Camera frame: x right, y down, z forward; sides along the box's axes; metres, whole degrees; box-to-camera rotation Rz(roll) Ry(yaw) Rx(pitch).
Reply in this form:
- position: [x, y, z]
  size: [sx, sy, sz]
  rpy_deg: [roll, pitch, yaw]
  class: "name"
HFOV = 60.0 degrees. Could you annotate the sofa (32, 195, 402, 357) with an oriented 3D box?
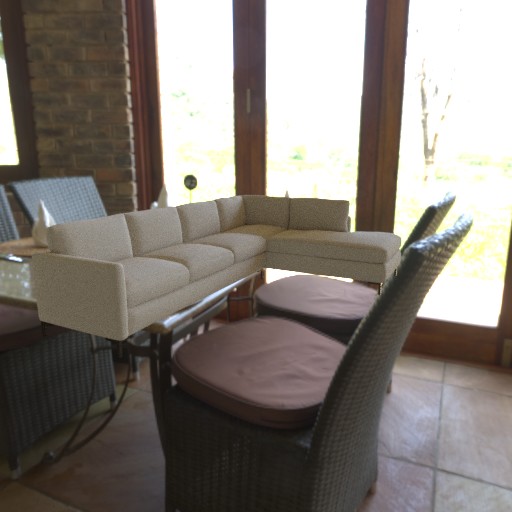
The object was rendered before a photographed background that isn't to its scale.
- position: [0.000, 0.000, 3.898]
  size: [2.007, 0.815, 2.949]
  rpy_deg: [7, 14, 27]
  class: "sofa"
